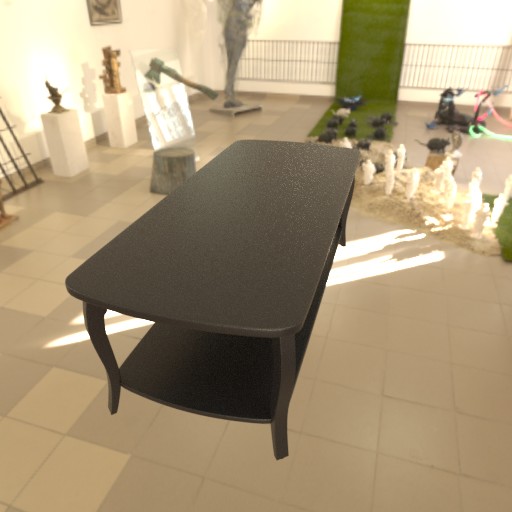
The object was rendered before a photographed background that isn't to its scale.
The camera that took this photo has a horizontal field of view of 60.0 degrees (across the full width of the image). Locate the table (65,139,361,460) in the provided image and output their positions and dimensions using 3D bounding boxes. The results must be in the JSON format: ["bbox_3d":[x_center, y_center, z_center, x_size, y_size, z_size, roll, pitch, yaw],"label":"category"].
[{"bbox_3d":[0.000,0.000,1.577,0.571,0.457,1.333,9,31,15],"label":"table"}]
